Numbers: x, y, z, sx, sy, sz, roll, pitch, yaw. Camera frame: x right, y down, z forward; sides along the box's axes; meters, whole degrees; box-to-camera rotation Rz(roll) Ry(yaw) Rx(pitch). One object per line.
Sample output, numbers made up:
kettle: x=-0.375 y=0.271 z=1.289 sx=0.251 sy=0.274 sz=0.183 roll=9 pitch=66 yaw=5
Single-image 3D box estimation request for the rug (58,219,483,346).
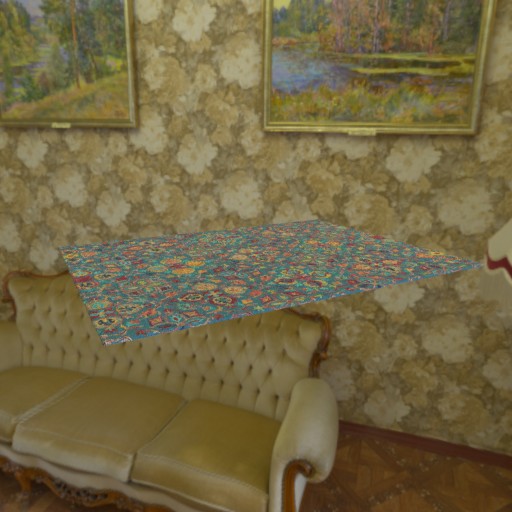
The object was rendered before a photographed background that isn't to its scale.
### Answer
rug: x=0.000 y=0.000 z=4.156 sx=3.204 sy=0.025 sz=2.434 roll=-8 pitch=17 yaw=-27
